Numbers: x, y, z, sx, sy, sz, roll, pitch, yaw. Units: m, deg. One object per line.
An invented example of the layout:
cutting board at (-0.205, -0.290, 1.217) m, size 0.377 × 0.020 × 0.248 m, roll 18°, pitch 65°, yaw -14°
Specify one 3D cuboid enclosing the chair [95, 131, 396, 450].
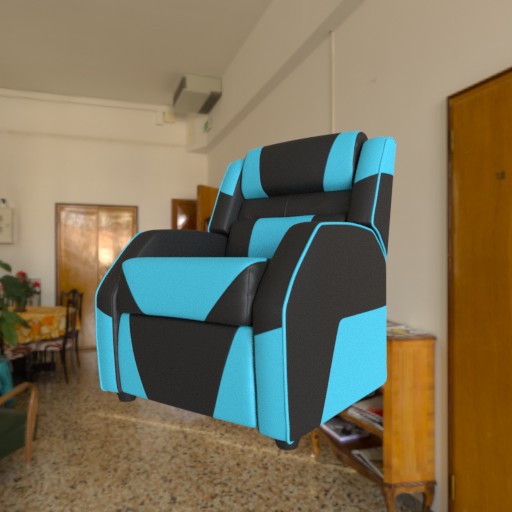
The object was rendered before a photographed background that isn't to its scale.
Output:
chair at (0.000, 0.000, 1.292) m, size 0.620 × 0.805 × 0.672 m, roll 0°, pitch 0°, yaw 36°
